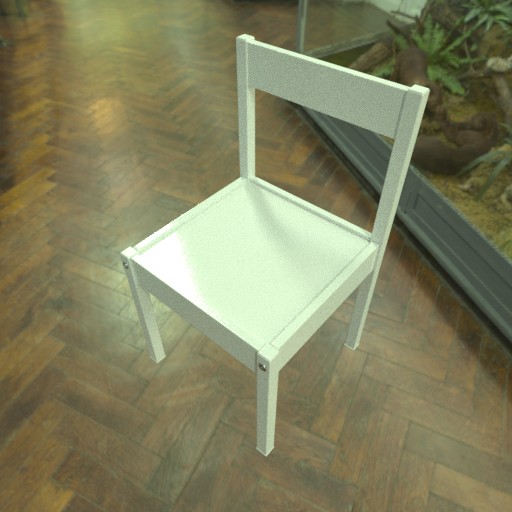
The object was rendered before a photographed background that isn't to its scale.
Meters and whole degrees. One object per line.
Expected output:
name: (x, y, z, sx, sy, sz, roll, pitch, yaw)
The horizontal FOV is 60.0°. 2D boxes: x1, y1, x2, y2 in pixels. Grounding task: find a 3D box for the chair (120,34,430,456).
chair: (0.000, 0.000, 0.671, 0.285, 0.505, 0.285, 31, 52, 28)
